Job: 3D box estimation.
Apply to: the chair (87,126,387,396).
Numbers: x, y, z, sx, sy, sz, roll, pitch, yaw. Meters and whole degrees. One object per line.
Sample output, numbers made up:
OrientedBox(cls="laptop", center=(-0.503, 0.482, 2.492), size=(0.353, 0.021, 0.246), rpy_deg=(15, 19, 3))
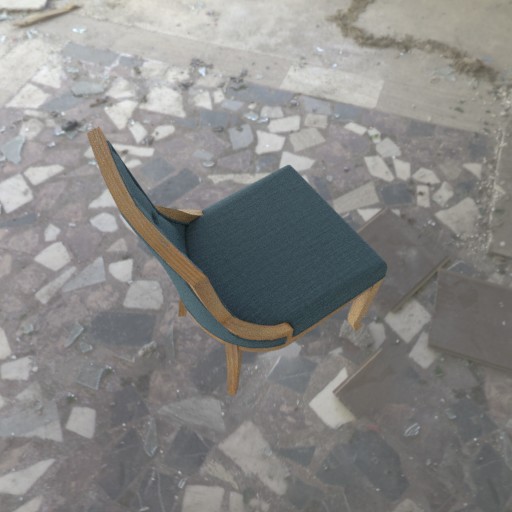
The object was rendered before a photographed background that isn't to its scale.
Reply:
OrientedBox(cls="chair", center=(0.000, 0.000, 1.345), size=(0.641, 0.947, 0.524), rpy_deg=(-30, 63, -17))
